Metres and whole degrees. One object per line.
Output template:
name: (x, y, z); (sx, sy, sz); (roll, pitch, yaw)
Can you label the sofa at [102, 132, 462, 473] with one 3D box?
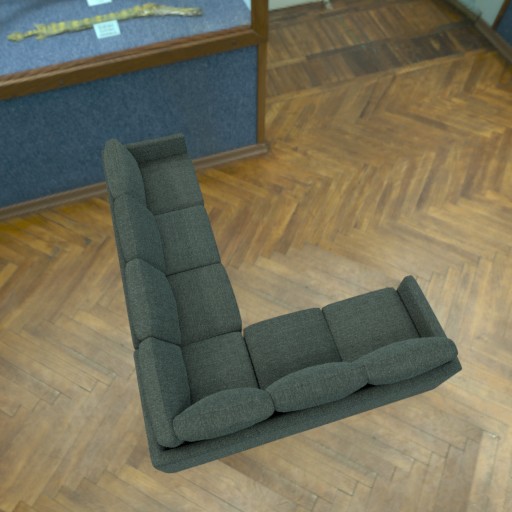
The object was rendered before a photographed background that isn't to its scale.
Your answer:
sofa: (0.000, 0.000, 4.401); (2.593, 0.947, 3.302); (-15, 61, -8)
